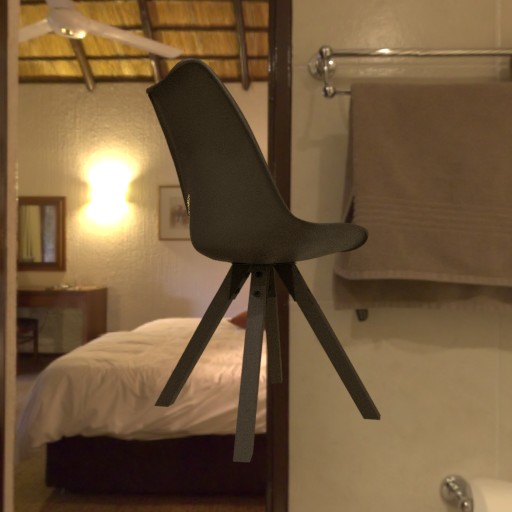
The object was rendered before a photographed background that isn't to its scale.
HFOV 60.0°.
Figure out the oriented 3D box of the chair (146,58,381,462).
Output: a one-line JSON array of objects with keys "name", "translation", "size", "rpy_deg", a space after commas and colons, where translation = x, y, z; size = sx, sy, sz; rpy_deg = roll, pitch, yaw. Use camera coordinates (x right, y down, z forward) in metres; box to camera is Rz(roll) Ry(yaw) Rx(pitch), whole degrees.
[{"name": "chair", "translation": [0.000, 0.000, 1.192], "size": [0.550, 0.850, 0.485], "rpy_deg": [0, 0, -35]}]
